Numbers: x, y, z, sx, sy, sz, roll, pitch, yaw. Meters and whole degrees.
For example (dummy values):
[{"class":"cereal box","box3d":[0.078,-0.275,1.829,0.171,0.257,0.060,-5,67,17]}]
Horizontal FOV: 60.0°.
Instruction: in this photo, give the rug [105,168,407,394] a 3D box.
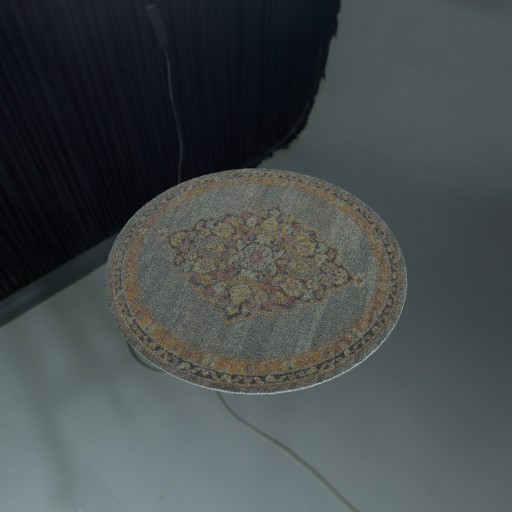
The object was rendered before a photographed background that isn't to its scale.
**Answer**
[{"class":"rug","box3d":[0.000,0.000,2.409,1.598,0.010,1.598,0,47,0]}]
